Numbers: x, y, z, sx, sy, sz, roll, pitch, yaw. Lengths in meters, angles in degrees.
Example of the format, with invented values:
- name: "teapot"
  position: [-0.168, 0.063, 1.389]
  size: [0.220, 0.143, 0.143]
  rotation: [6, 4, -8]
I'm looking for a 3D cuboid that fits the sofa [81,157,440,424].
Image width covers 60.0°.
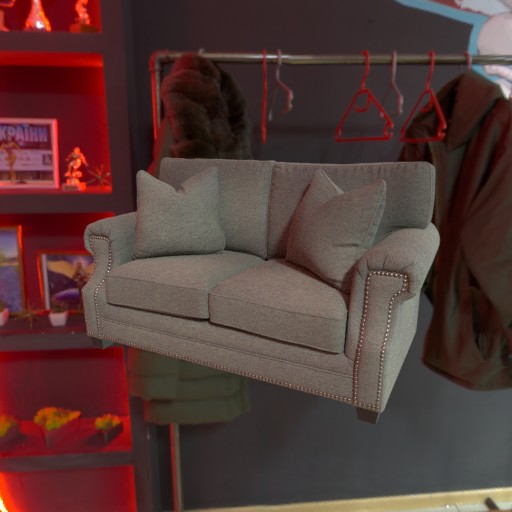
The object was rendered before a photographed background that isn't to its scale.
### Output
- name: "sofa"
  position: [0.000, 0.000, 2.287]
  size: [1.701, 0.966, 0.966]
  rotation: [7, 16, 26]
